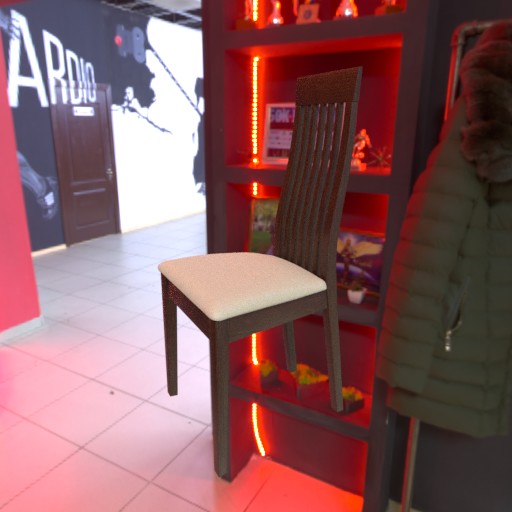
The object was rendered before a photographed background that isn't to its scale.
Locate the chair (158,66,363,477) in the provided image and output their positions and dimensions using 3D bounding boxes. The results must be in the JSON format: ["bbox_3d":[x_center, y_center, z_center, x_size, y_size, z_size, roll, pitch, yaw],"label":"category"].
[{"bbox_3d":[0.000,0.000,1.301,0.474,1.027,0.460,-8,18,-27],"label":"chair"}]
